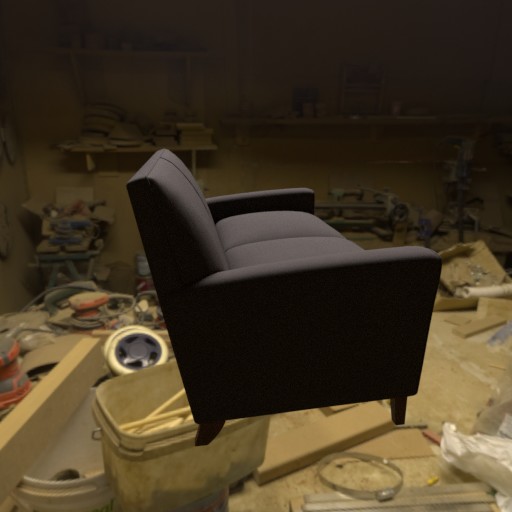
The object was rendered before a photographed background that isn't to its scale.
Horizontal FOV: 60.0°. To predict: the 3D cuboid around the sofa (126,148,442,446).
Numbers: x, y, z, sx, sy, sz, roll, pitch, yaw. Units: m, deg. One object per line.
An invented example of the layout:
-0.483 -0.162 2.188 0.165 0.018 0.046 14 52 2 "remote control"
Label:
0.000 0.000 1.918 0.871 0.846 1.420 -3 17 -9 "sofa"
